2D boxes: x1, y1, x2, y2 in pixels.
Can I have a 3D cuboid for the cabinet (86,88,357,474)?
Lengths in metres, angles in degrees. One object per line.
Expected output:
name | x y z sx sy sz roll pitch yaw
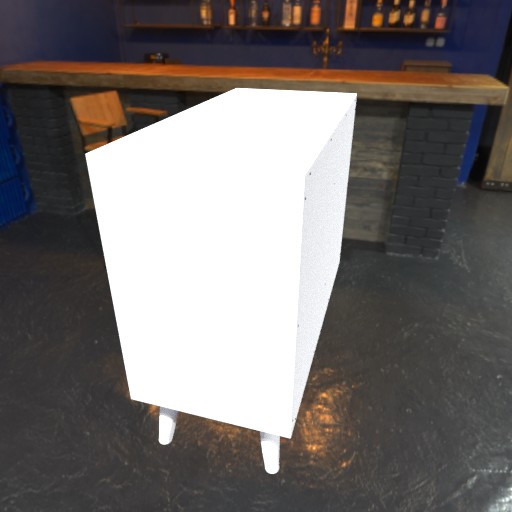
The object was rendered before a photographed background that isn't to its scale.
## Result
cabinet | 0.000 0.000 1.235 0.398 0.761 0.800 8 30 15
